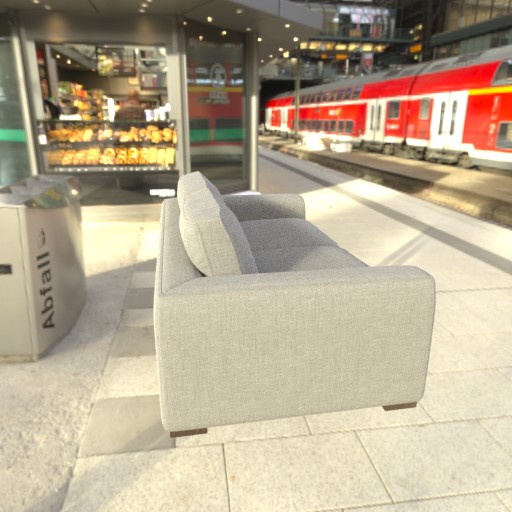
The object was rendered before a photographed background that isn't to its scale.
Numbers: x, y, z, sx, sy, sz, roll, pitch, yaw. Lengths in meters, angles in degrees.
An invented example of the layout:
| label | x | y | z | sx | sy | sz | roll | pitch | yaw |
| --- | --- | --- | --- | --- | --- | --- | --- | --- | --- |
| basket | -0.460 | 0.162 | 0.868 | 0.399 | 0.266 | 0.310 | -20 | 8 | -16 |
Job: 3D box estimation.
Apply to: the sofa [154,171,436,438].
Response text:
| label | x | y | z | sx | sy | sz | roll | pitch | yaw |
| --- | --- | --- | --- | --- | --- | --- | --- | --- | --- |
| sofa | 0.000 | 0.000 | 2.481 | 1.069 | 0.800 | 1.920 | -3 | 18 | -10 |
